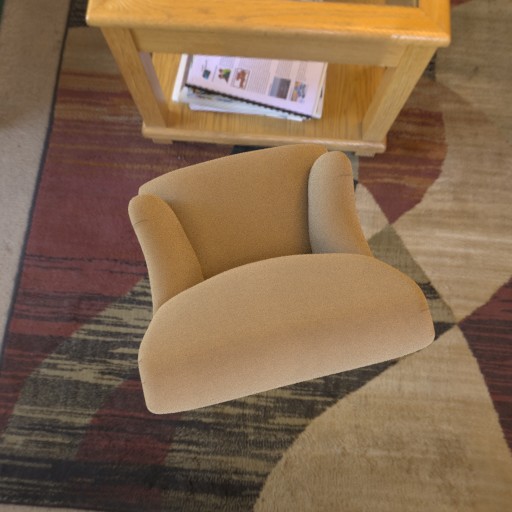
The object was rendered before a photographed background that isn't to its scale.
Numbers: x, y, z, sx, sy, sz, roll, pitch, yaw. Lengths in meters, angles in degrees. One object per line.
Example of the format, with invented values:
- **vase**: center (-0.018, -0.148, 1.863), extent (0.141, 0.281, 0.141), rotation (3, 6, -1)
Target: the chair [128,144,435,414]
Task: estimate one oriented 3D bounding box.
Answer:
- **chair**: center (0.000, 0.000, 1.559), extent (0.766, 0.942, 0.842), rotation (-13, 78, -3)
